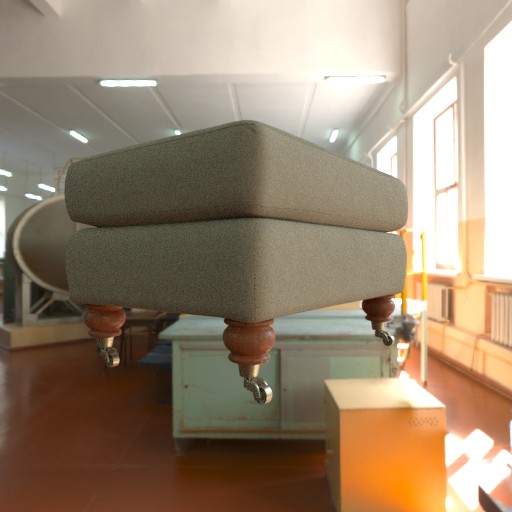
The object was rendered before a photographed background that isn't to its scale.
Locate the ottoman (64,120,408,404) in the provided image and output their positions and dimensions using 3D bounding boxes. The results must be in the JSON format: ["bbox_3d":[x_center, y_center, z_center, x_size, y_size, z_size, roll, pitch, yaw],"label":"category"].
[{"bbox_3d":[0.000,0.000,1.152,0.569,0.504,0.773,0,0,37],"label":"ottoman"}]
